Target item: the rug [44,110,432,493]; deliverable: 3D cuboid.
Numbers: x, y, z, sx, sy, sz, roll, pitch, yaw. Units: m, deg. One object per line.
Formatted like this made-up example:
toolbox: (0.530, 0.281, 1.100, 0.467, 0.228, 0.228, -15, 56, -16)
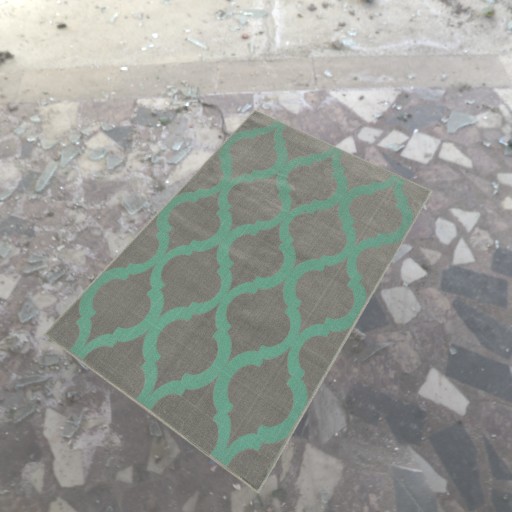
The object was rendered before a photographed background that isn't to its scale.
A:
rug: (0.000, 0.000, 2.904, 1.524, 0.006, 2.286, 29, 64, 16)
